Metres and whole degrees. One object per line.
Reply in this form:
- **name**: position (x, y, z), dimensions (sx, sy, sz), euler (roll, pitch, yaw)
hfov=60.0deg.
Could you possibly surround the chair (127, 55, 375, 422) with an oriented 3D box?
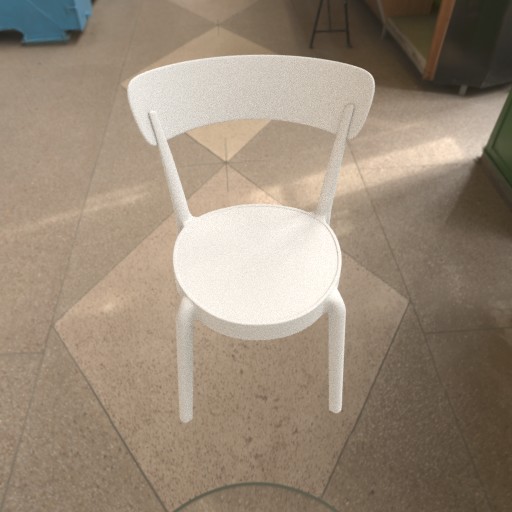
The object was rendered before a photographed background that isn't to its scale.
- **chair**: position (0.000, 0.000, 1.100), dimensions (0.506, 0.790, 0.491), euler (-3, 47, -2)
